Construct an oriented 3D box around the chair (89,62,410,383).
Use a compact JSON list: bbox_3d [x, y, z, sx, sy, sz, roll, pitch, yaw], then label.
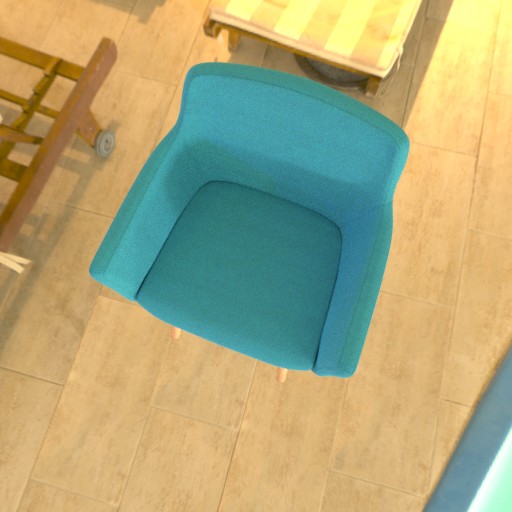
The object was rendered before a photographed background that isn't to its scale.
[{"bbox_3d":[0.000,0.000,1.153,0.570,0.780,0.540,20,75,6],"label":"chair"}]
